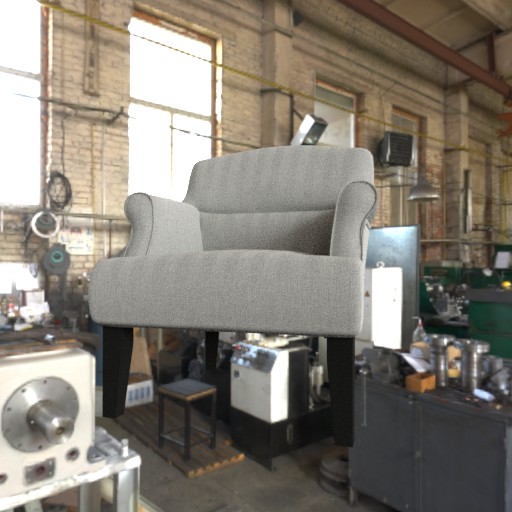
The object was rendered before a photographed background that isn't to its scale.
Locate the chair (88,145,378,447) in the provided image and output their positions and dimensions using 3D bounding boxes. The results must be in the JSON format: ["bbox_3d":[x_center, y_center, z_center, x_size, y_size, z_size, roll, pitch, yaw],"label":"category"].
[{"bbox_3d":[0.000,0.000,1.431,0.772,0.880,0.755,0,-1,17],"label":"chair"}]
